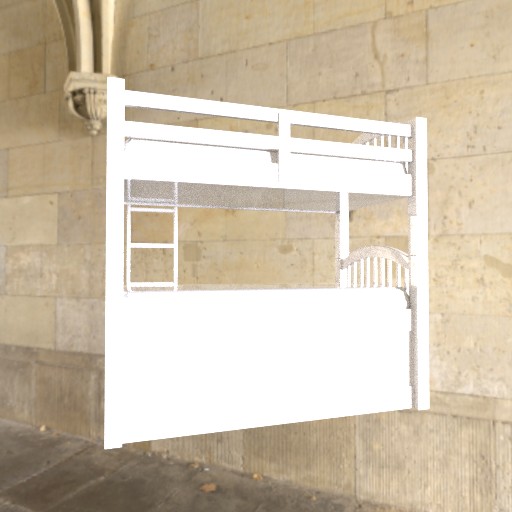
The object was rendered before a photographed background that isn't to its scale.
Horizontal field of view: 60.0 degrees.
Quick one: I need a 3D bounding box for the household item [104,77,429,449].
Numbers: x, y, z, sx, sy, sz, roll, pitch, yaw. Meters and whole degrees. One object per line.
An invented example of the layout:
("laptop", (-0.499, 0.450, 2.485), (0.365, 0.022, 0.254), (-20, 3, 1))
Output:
("household item", (0.000, 0.000, 3.169), (2.032, 2.032, 1.143), (0, -1, -19))
